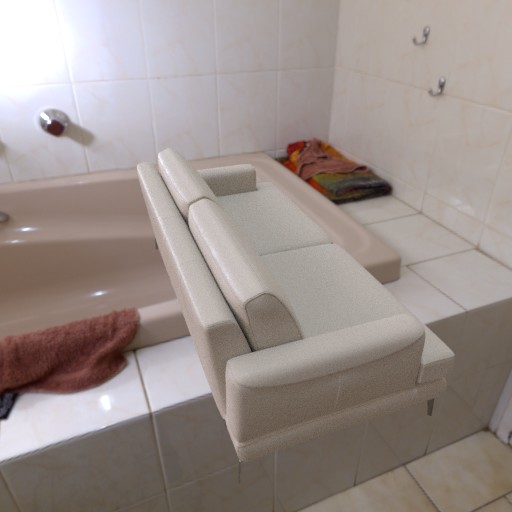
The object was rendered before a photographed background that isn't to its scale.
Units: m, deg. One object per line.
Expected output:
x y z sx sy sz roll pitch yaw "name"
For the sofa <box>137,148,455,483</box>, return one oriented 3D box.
0.000 0.000 2.348 0.974 0.765 1.940 -11 33 -17 "sofa"
